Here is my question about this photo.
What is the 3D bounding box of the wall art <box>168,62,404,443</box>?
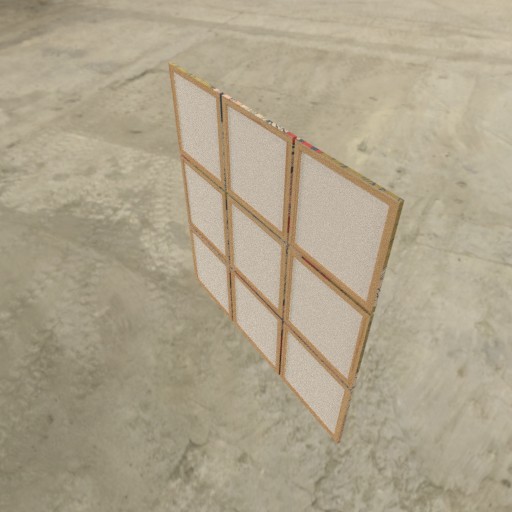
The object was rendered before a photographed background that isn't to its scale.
[{"bbox_3d":[0.000,0.000,1.369,0.013,0.913,0.904,-25,47,-26],"label":"wall art"}]
